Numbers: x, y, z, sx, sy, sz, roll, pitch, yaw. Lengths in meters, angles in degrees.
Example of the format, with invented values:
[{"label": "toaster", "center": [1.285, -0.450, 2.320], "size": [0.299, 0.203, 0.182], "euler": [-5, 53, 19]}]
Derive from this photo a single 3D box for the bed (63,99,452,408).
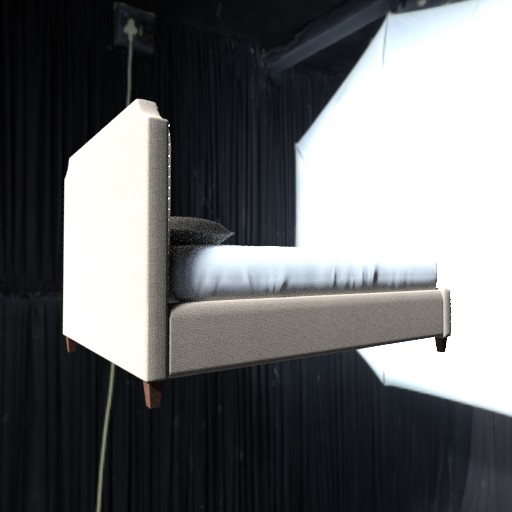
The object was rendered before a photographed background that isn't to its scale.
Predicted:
[{"label": "bed", "center": [0.000, 0.000, 3.285], "size": [2.329, 1.415, 1.703], "euler": [1, -2, -35]}]
